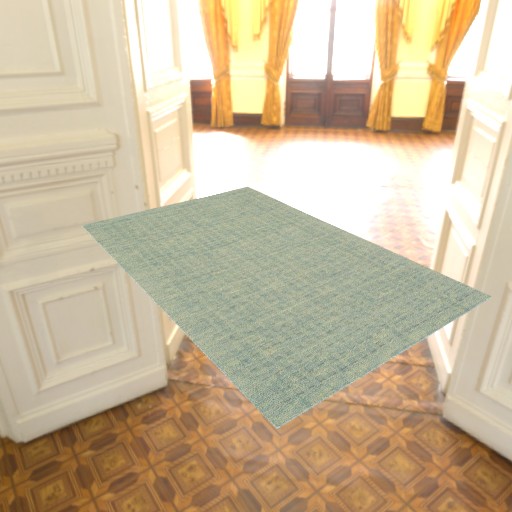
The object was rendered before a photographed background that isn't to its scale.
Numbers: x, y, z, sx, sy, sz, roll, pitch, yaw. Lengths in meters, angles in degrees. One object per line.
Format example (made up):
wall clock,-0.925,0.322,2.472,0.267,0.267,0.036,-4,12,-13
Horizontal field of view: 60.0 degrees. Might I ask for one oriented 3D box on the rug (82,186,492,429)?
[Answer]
rug,0.000,0.000,2.165,1.142,0.006,1.752,-19,33,-32
